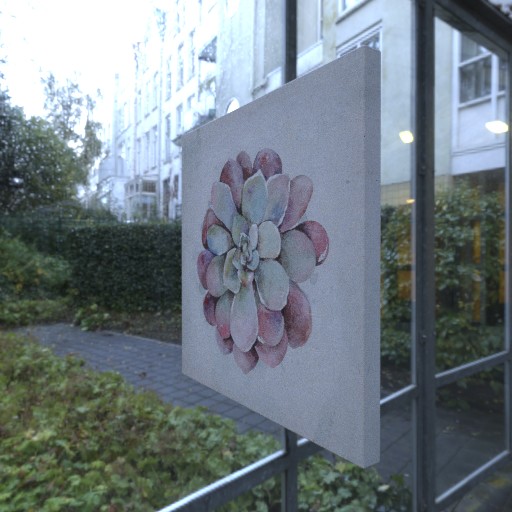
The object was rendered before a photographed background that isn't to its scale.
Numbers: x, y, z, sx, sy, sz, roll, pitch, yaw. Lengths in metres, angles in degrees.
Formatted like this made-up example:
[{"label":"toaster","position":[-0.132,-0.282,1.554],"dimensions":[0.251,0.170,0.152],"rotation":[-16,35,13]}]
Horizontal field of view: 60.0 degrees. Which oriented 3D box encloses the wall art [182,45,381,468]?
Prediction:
[{"label":"wall art","position":[0.000,0.000,0.892],"dimensions":[0.044,0.605,0.605],"rotation":[0,1,-35]}]
